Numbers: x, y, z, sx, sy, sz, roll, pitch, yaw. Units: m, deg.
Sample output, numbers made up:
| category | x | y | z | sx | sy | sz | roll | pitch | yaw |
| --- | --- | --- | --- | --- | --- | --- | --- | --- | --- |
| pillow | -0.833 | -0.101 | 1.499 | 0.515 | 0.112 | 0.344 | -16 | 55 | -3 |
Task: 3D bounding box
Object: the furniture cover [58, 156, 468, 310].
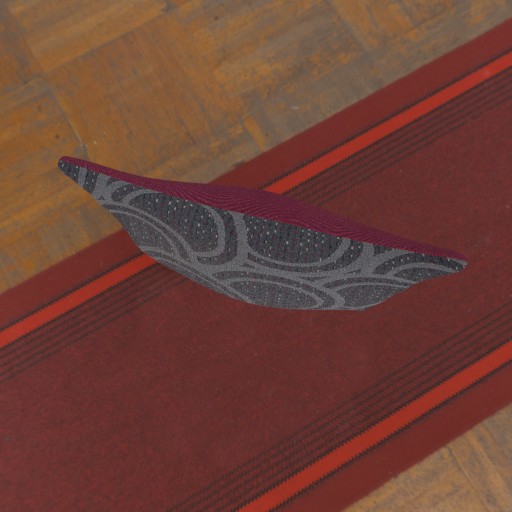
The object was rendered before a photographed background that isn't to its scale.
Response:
| category | x | y | z | sx | sy | sz | roll | pitch | yaw |
| --- | --- | --- | --- | --- | --- | --- | --- | --- | --- |
| furniture cover | 0.000 | 0.000 | 0.781 | 0.514 | 0.513 | 0.163 | 14 | 78 | 3 |
